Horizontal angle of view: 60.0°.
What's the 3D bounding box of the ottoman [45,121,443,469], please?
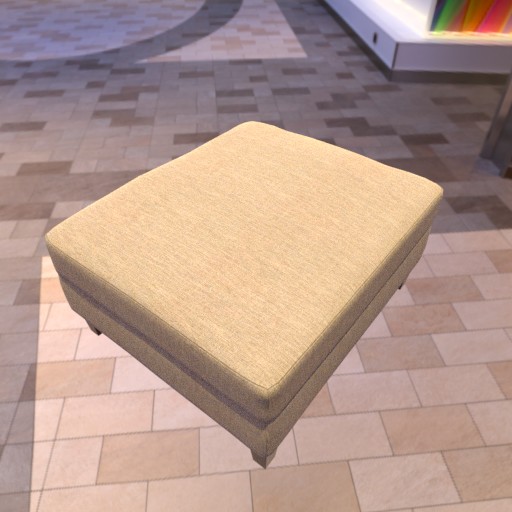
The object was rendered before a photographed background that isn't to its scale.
[{"bbox_3d":[0.000,0.000,1.469,0.836,0.492,0.976,28,48,27],"label":"ottoman"}]
